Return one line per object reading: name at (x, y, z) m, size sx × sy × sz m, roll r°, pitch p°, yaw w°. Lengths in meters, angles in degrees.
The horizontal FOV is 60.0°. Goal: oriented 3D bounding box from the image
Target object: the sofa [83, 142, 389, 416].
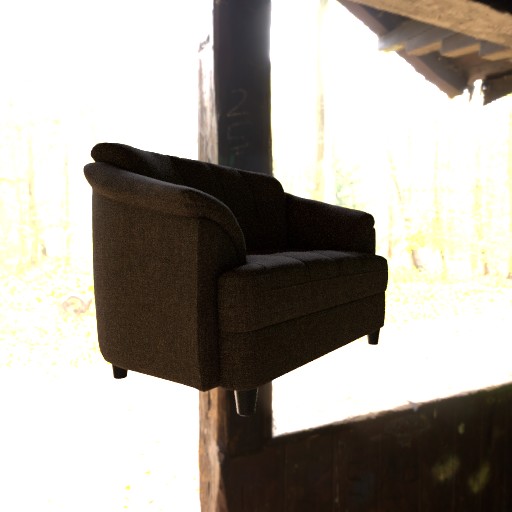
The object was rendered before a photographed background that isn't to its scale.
sofa at (0.000, 0.000, 1.938) m, size 0.799 × 0.895 × 1.404 m, roll 2°, pitch 3°, yaw 35°
